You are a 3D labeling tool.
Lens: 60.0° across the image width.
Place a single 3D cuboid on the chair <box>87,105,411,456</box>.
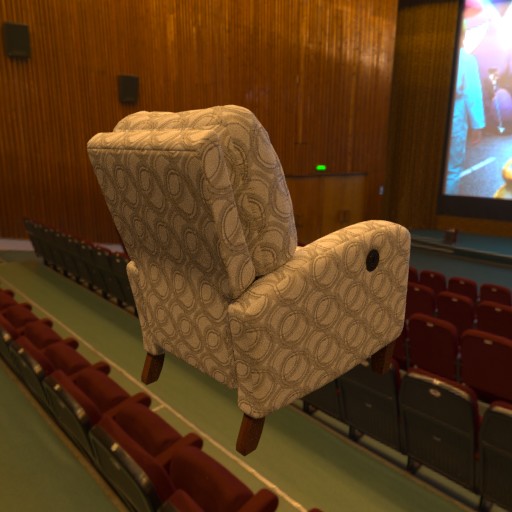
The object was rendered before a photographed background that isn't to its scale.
[{"bbox_3d":[0.000,0.000,1.725,0.995,1.065,0.796,-14,20,-42],"label":"chair"}]
